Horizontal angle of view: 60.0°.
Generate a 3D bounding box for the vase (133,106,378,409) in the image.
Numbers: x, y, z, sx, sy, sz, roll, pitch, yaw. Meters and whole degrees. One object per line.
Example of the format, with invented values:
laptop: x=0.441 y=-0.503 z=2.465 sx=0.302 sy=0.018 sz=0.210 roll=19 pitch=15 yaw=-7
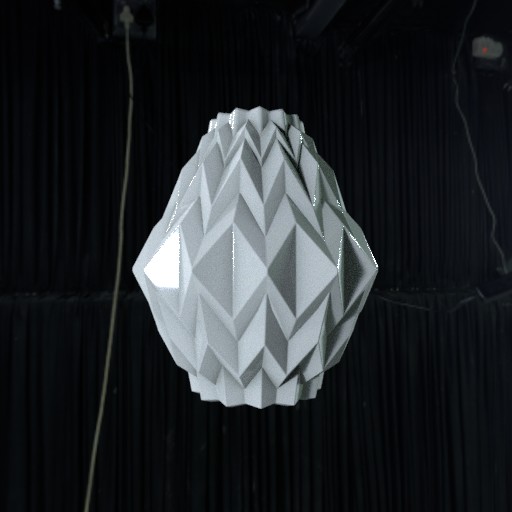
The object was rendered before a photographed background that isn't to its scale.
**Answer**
vase: x=0.000 y=0.000 z=0.306 sx=0.164 sy=0.185 sz=0.164 roll=0 pitch=-1 yaw=0
